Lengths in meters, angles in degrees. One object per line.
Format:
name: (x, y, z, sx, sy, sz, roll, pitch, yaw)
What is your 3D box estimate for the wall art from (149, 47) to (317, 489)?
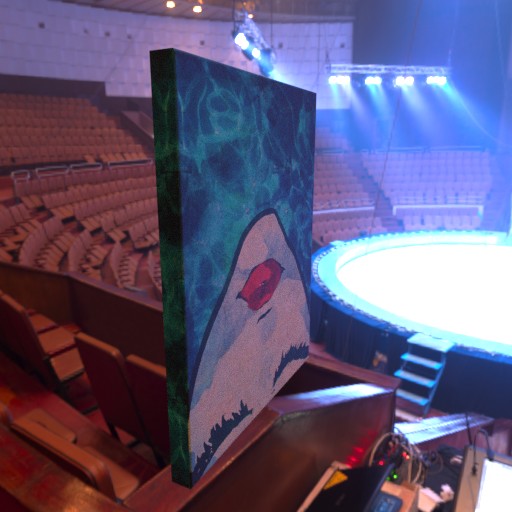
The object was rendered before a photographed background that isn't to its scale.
wall art: (0.000, 0.000, 0.842, 0.038, 0.635, 0.508, 7, 15, 27)
